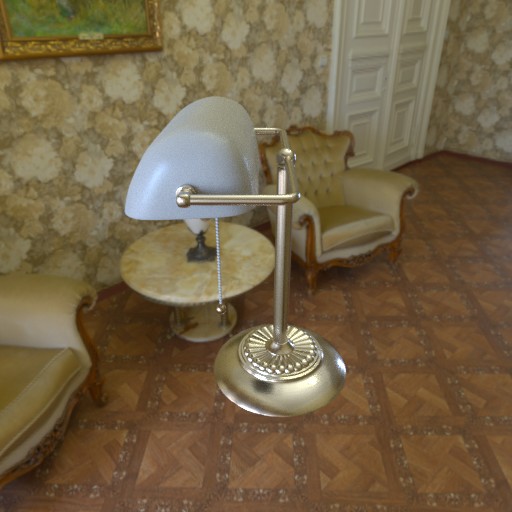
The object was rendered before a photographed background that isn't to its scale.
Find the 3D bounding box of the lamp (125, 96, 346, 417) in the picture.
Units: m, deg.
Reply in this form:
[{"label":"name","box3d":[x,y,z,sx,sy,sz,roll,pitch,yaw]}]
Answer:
[{"label":"lamp","box3d":[0.000,0.000,0.526,0.243,0.339,0.264,0,28,0]}]
